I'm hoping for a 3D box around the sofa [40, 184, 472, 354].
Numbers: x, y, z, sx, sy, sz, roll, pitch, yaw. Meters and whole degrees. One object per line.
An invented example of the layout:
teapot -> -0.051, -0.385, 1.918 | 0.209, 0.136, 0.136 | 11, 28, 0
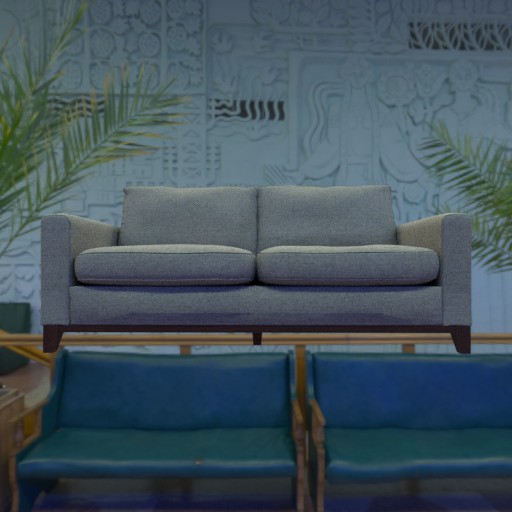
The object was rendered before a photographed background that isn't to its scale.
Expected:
sofa -> 0.000, 0.000, 2.445 | 1.978, 0.892, 0.969 | 0, -1, 1
